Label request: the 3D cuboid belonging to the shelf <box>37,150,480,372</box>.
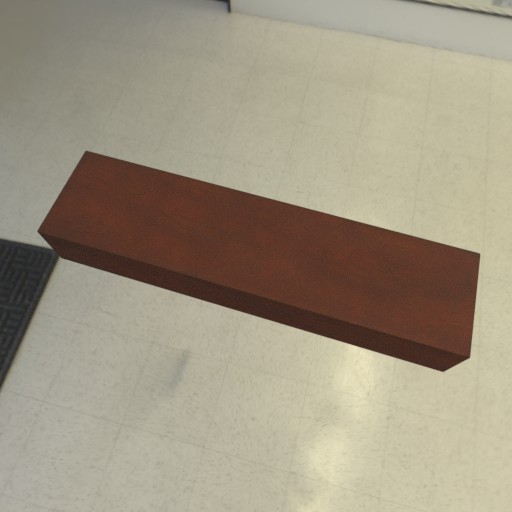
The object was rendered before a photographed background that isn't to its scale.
[{"bbox_3d":[0.000,0.000,0.663,0.607,0.088,0.152,16,65,7],"label":"shelf"}]
